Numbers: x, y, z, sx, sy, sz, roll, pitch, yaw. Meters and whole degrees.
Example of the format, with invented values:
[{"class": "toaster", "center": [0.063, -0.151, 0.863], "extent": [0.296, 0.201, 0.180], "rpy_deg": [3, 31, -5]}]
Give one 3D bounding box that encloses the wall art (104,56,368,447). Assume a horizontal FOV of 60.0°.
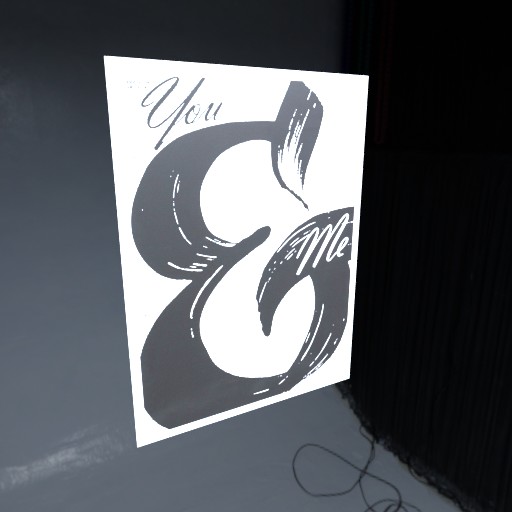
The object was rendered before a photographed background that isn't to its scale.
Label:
[{"class": "wall art", "center": [0.000, 0.000, 0.773], "extent": [0.457, 0.609, 0.003], "rpy_deg": [-8, 18, -27]}]
